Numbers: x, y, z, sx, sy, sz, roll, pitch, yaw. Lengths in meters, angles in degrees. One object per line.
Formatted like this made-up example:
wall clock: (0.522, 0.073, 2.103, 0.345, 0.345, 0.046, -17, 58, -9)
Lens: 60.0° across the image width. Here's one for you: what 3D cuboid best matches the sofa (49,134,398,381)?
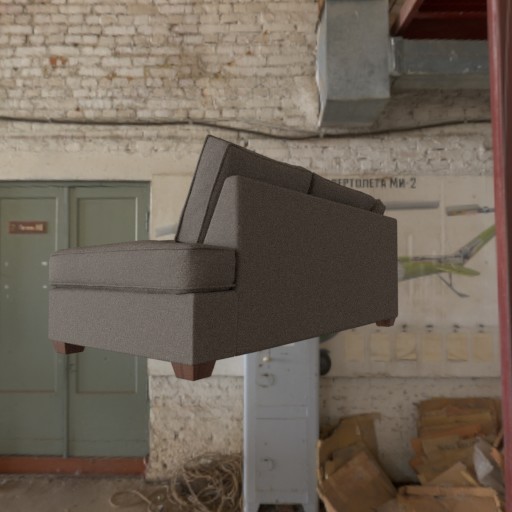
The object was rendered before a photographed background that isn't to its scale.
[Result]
sofa: (0.000, 0.000, 2.852, 1.110, 1.033, 2.237, -1, -2, 37)
